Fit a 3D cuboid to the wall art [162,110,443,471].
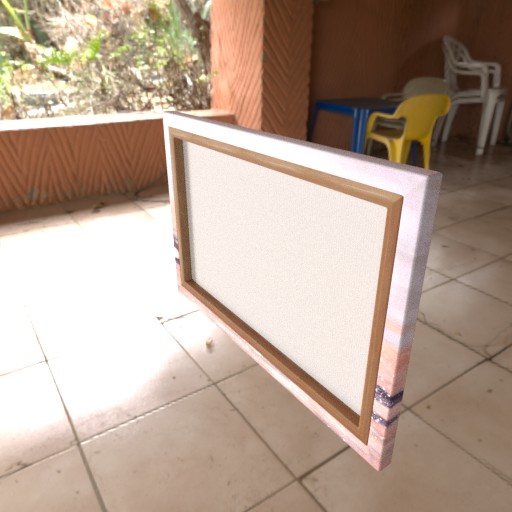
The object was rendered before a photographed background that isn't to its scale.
[{"bbox_3d":[0.000,0.000,1.114,0.038,0.609,0.913,-17,30,-32],"label":"wall art"}]
